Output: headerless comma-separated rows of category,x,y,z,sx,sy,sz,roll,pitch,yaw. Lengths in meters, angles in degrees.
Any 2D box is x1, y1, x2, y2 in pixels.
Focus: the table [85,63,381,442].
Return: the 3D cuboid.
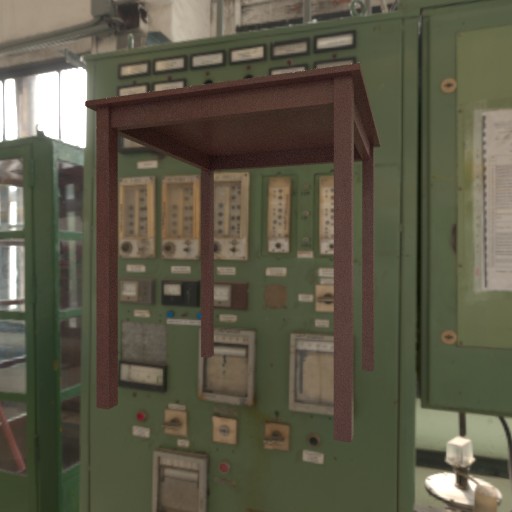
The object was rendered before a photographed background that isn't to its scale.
table,0.000,0.000,1.682,0.861,0.991,0.861,0,0,19
